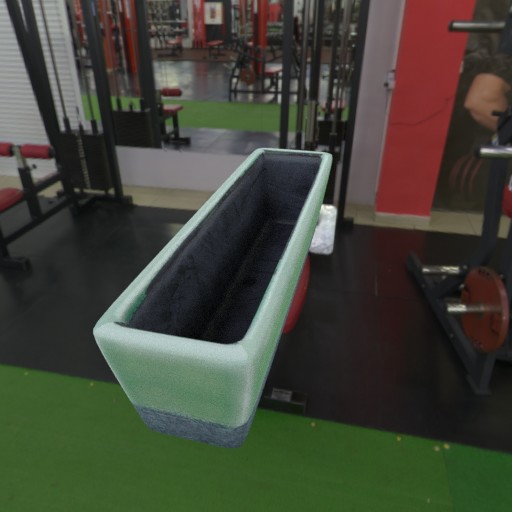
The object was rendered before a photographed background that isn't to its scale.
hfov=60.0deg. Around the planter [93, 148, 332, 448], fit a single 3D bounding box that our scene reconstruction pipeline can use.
[{"bbox_3d":[0.000,0.000,0.303,0.072,0.072,0.275,7,30,13],"label":"planter"}]
